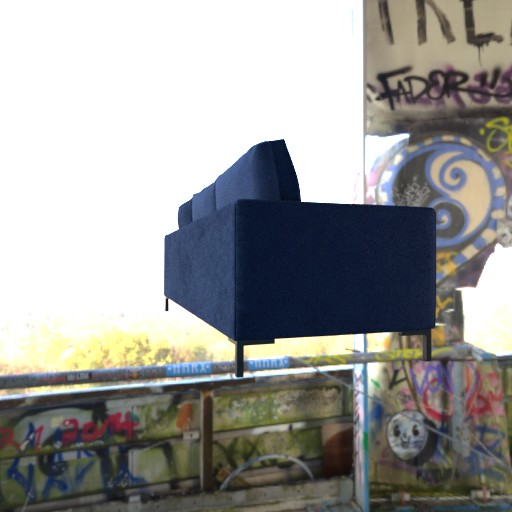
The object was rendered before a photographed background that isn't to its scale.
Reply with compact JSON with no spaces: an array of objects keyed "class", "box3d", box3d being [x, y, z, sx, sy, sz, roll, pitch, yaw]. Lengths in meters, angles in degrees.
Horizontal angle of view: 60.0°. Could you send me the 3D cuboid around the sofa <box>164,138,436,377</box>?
[{"class":"sofa","box3d":[0.000,0.000,2.718,0.875,0.879,2.252,0,-1,-18]}]
